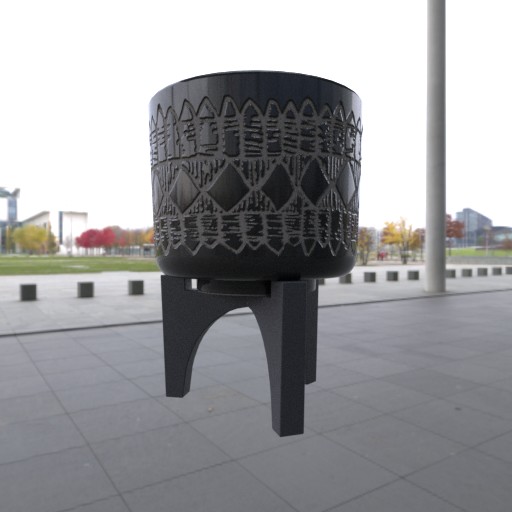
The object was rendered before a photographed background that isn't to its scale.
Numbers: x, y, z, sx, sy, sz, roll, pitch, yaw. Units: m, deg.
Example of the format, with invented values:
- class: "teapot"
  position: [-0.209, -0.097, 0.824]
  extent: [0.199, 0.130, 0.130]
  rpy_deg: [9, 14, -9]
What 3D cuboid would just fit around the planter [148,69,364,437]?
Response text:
- class: "planter"
  position: [0.000, 0.000, 0.273]
  extent: [0.129, 0.177, 0.129]
  rpy_deg: [0, 1, 0]
